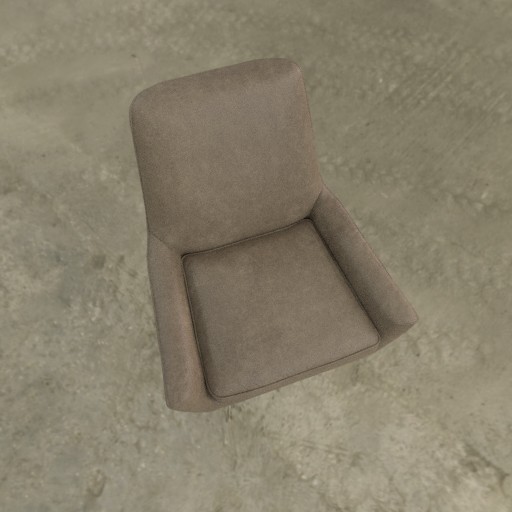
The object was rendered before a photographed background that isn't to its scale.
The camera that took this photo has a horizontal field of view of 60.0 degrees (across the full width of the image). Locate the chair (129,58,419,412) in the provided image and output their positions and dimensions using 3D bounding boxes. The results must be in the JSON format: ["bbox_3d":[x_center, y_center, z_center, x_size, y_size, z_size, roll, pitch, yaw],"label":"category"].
[{"bbox_3d":[0.000,0.000,1.484,0.787,0.888,0.824,-17,64,-9],"label":"chair"}]
